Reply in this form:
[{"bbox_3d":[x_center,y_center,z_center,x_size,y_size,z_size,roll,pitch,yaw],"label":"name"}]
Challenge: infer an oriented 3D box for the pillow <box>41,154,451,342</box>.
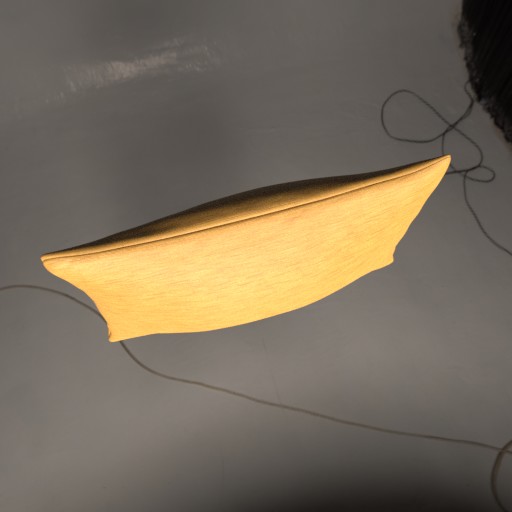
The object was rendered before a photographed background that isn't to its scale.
[{"bbox_3d":[0.000,0.000,0.803,0.634,0.354,0.210,-15,63,-8],"label":"pillow"}]
